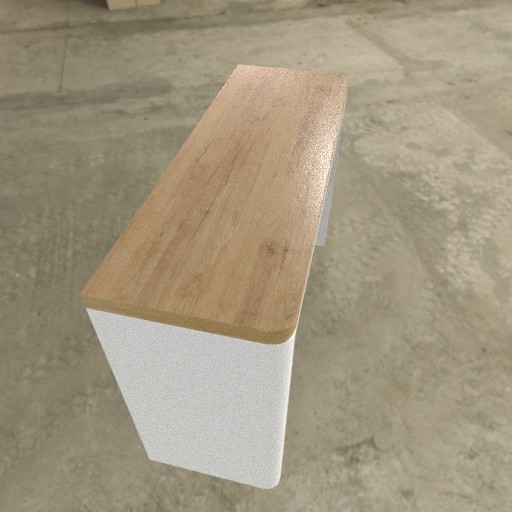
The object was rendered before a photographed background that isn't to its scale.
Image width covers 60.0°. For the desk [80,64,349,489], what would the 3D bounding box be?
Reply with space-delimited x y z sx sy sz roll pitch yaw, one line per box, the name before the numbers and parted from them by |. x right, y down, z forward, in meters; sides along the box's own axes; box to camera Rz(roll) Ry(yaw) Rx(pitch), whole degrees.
desk | 0.000 0.000 1.416 0.390 0.760 1.100 10 45 10
